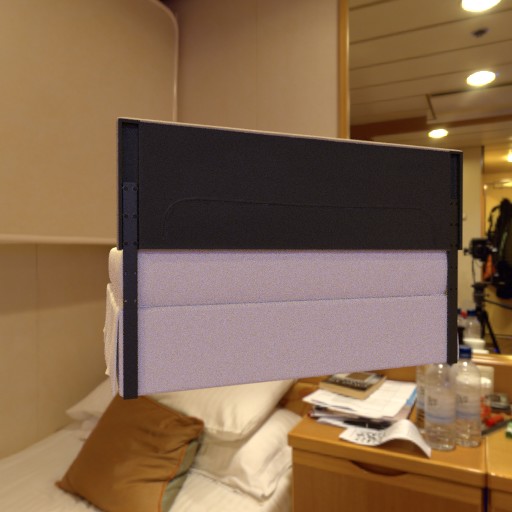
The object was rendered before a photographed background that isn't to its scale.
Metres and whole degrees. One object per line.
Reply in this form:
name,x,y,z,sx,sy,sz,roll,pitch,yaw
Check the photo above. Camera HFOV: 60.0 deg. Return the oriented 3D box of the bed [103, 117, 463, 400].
bed,0.000,0.000,3.335,2.170,1.346,1.914,0,1,-20
